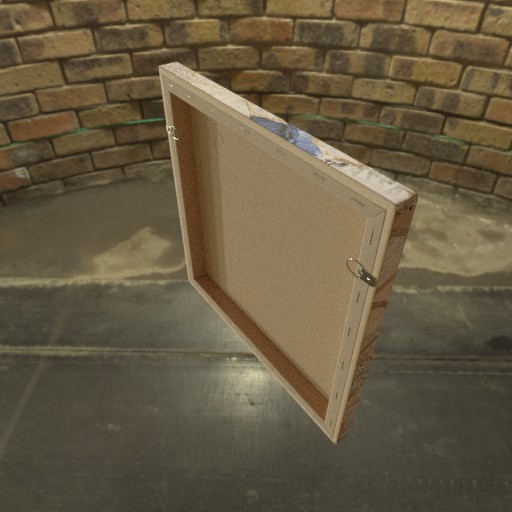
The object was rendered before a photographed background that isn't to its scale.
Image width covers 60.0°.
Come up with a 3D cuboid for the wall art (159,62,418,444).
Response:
[{"bbox_3d":[0.000,0.000,0.762,0.038,0.508,0.507,-26,48,-27],"label":"wall art"}]
